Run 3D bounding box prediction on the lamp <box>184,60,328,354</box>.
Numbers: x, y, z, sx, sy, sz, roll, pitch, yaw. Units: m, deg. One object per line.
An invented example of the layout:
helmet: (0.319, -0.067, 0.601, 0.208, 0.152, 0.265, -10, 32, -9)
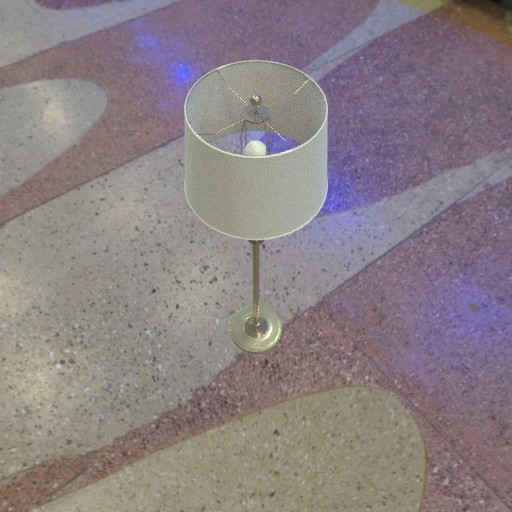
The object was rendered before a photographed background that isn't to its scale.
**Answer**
lamp: (0.000, 0.000, 1.706, 0.431, 1.488, 0.431, 0, 59, 0)
